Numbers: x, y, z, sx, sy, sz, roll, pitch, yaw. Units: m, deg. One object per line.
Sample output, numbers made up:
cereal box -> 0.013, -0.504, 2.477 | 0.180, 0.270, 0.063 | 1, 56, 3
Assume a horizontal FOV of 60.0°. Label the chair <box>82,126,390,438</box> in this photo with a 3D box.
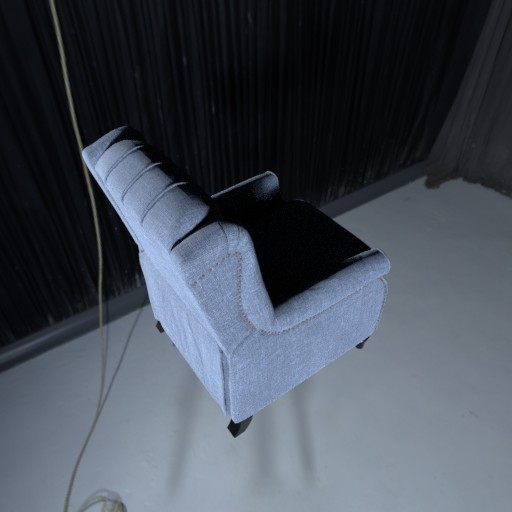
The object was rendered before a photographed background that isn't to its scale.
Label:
chair -> 0.000, 0.000, 1.685 | 0.898, 1.035, 0.742 | -26, 48, -26
